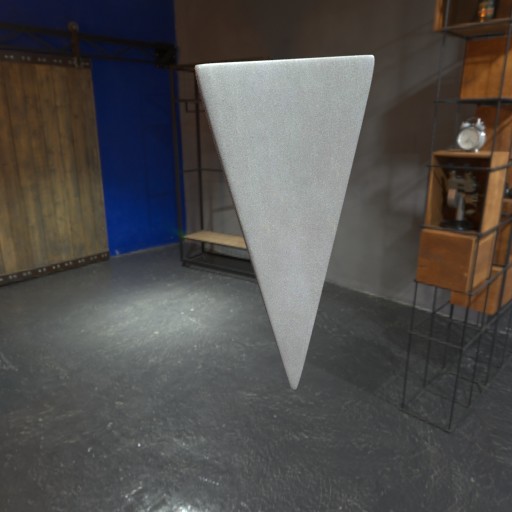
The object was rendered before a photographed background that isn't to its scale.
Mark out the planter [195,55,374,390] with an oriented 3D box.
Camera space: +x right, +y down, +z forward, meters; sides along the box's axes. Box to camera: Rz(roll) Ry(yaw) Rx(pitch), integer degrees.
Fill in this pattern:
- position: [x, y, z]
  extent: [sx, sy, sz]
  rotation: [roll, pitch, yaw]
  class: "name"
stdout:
- position: [0.000, 0.000, 0.157]
  extent: [0.047, 0.130, 0.058]
  rotation: [-16, 23, -42]
  class: "planter"
